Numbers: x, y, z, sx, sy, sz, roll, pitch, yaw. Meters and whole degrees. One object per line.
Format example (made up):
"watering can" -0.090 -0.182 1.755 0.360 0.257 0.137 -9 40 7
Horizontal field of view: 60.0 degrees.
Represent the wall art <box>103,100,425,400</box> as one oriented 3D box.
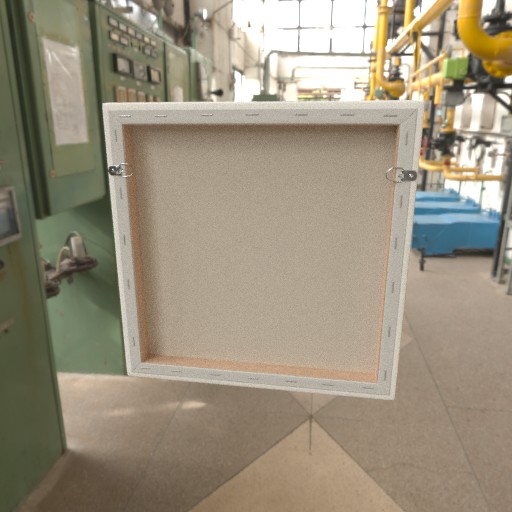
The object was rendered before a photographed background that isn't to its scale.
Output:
"wall art" 0.000 0.000 0.772 0.507 0.508 0.038 3 17 9
